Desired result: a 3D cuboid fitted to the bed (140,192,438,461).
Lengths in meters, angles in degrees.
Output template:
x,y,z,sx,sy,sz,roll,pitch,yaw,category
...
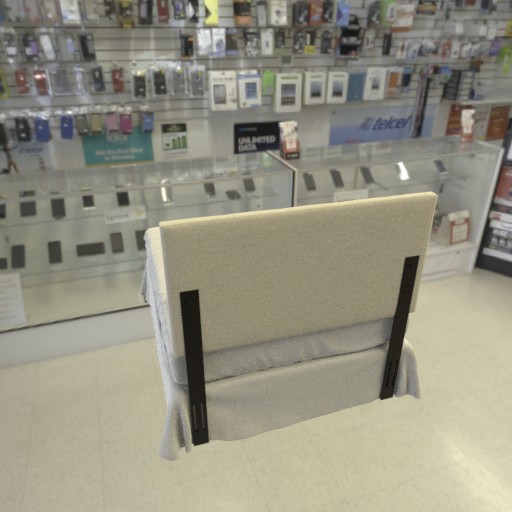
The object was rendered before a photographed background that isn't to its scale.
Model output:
x,y,z,sx,sy,sz,roll,pitch,yaw,category
0.000,0.000,3.614,1.936,1.577,2.222,-8,28,-15,bed
